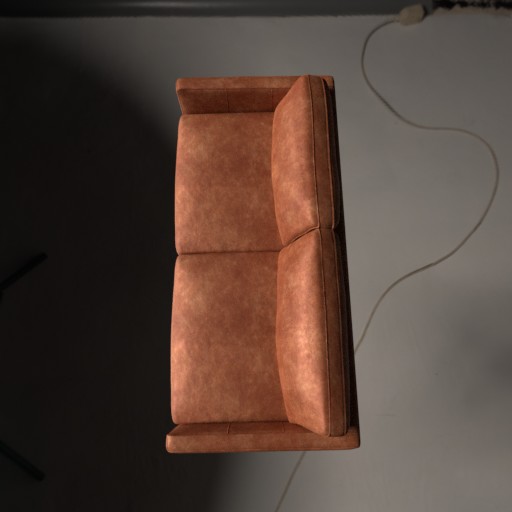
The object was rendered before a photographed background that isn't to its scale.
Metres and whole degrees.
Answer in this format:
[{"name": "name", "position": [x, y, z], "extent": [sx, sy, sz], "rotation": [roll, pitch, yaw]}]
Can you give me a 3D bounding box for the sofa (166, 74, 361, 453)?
[{"name": "sofa", "position": [0.000, 0.000, 2.478], "extent": [0.923, 0.863, 1.971], "rotation": [-1, 76, 0]}]
